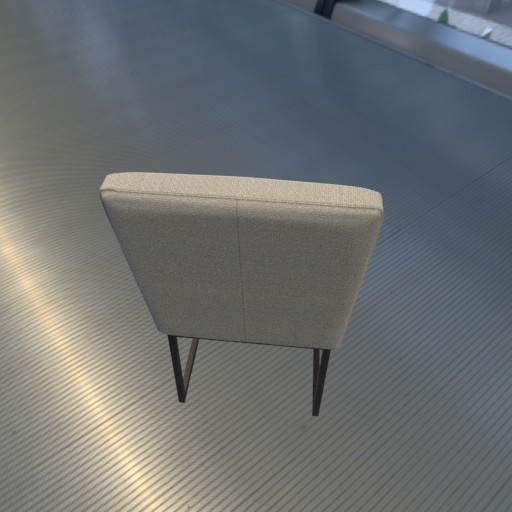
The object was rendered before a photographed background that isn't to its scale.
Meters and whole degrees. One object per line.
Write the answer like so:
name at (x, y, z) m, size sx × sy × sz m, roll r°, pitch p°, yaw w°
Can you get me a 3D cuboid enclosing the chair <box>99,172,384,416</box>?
chair at (0.000, 0.000, 1.300) m, size 0.520 × 0.930 × 0.634 m, roll 4°, pitch 46°, yaw 4°
